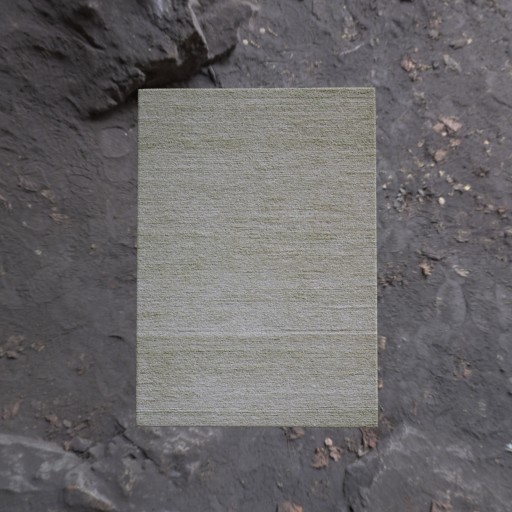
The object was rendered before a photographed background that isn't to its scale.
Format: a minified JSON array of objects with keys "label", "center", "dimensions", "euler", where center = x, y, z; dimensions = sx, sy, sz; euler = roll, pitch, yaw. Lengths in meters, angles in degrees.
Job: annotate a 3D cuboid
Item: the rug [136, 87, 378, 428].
[{"label":"rug","center":[0.000,0.000,2.969],"dimensions":[1.606,0.017,2.270],"euler":[0,88,1]}]
